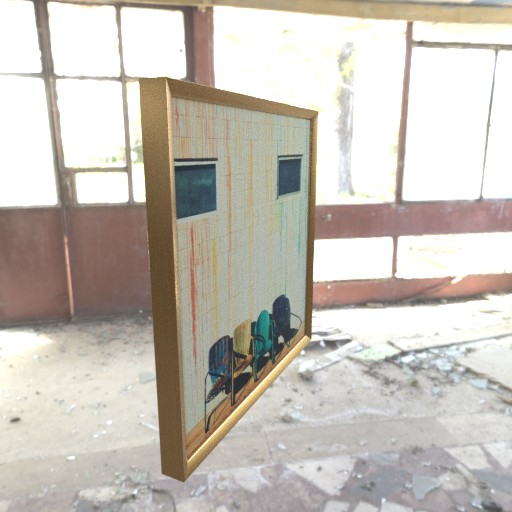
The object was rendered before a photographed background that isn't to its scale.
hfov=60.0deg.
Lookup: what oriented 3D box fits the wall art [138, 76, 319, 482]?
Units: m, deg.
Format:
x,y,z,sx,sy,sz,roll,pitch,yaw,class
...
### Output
x,y,z,sx,sy,sz,roll,pitch,yaw,class
0.000,0.000,0.756,0.037,0.505,0.505,7,15,26,wall art
